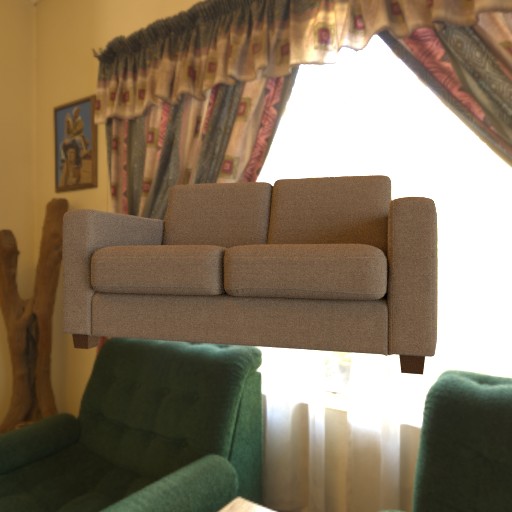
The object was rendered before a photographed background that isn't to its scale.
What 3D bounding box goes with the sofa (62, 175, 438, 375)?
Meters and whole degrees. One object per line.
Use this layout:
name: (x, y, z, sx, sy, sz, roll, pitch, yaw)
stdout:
sofa: (0.000, 0.000, 2.060, 1.520, 0.800, 0.900, 0, 0, 18)
